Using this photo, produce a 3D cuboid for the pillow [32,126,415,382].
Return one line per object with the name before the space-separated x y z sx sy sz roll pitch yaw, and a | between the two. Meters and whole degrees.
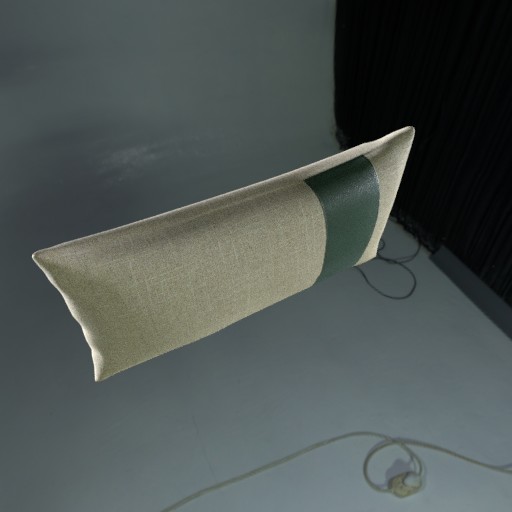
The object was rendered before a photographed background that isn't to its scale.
pillow | 0.000 0.000 1.038 0.859 0.429 0.197 -22 50 -20
